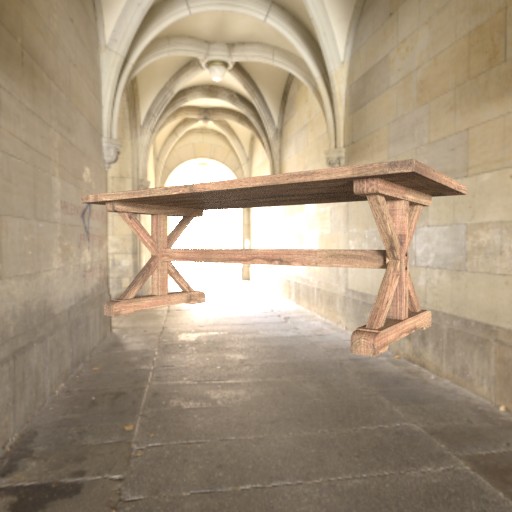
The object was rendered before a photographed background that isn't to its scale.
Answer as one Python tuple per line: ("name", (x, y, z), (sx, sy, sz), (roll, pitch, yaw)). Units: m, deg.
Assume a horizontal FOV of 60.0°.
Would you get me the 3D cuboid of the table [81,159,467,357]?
("table", (0.000, 0.000, 2.527), (2.031, 0.733, 0.907), (1, 2, 36))
